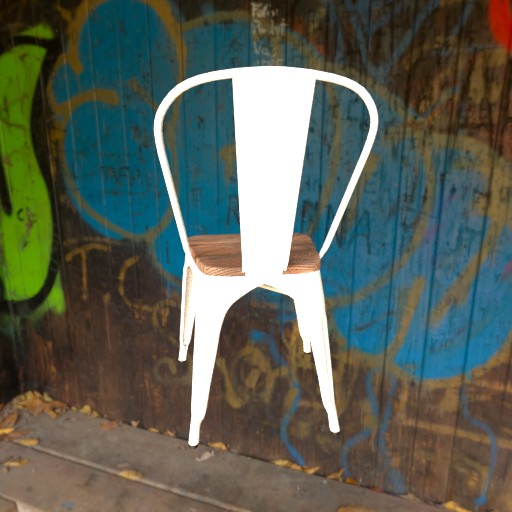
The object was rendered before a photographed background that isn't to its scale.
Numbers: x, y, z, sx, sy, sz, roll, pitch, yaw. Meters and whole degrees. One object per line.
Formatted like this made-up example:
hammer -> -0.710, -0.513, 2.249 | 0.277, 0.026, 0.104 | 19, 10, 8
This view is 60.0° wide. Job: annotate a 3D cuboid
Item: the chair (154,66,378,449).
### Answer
chair -> 0.000, 0.000, 1.158 | 0.452, 0.851, 0.521 | -2, 16, -8
